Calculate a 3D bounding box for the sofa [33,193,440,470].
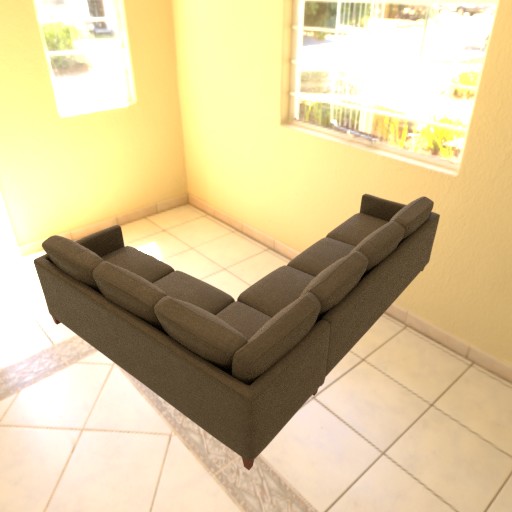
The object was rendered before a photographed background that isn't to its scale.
[{"bbox_3d":[0.000,0.000,4.514,2.593,0.947,3.302,23,38,32],"label":"sofa"}]
